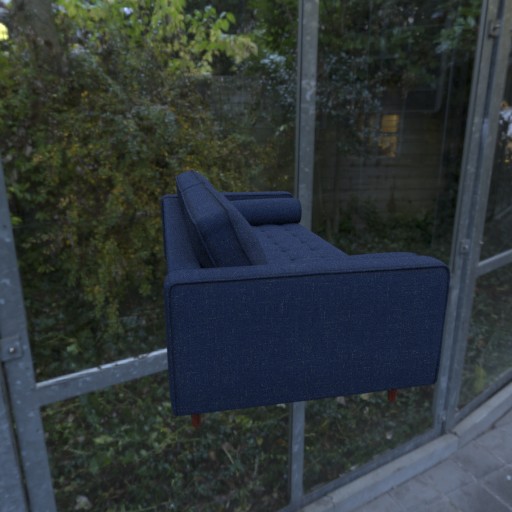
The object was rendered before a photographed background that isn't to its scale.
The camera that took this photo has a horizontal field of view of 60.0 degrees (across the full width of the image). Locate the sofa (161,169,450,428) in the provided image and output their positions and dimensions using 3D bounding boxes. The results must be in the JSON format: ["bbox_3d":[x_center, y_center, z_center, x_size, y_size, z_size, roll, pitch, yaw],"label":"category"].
[{"bbox_3d":[0.000,0.000,2.235,0.914,0.762,1.880,-3,16,-11],"label":"sofa"}]
